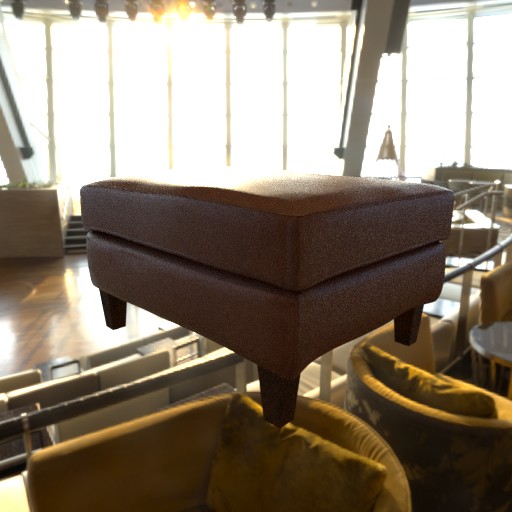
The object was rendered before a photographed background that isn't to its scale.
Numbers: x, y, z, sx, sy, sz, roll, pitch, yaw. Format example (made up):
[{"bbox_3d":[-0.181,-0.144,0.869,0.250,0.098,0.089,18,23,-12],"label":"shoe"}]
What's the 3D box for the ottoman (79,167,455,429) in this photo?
[{"bbox_3d":[0.000,0.000,1.253,0.650,0.485,0.851,-13,19,-43],"label":"ottoman"}]
